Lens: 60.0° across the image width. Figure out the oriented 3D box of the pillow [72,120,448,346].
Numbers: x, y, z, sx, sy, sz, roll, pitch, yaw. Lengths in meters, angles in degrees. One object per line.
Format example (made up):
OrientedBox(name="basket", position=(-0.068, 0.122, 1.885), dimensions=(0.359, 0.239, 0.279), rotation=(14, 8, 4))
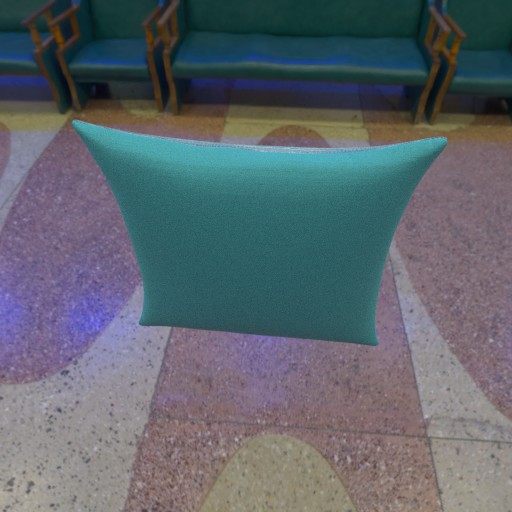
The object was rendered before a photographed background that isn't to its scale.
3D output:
OrientedBox(name="pillow", position=(0.000, 0.000, 0.772), dimensions=(0.514, 0.497, 0.150), rotation=(4, 47, 4))
